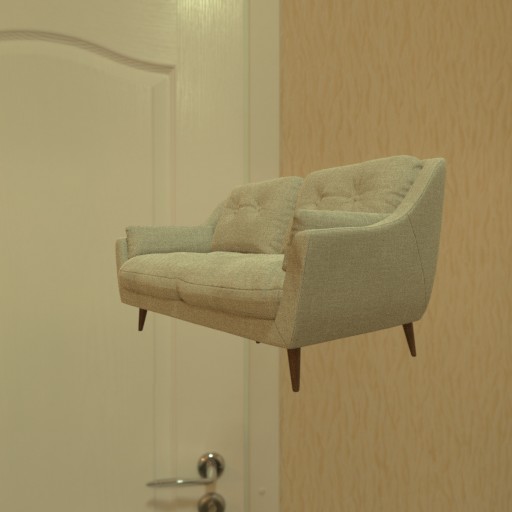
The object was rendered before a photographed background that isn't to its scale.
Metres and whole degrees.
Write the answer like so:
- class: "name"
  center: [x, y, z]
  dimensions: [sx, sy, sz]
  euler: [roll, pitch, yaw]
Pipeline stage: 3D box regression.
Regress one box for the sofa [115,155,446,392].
- class: "sofa"
  center: [0.000, 0.000, 2.238]
  dimensions: [0.965, 0.888, 1.652]
  euler: [-1, 2, -37]
